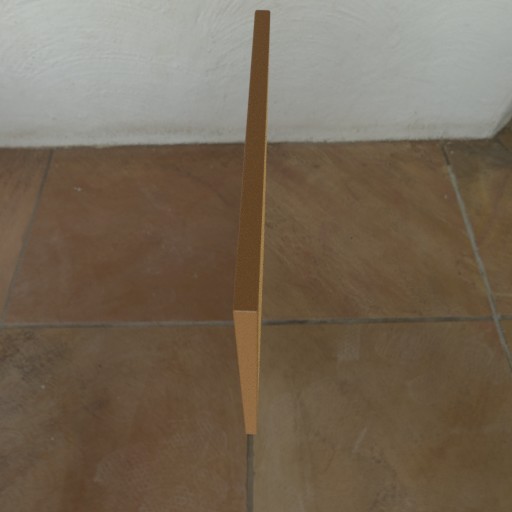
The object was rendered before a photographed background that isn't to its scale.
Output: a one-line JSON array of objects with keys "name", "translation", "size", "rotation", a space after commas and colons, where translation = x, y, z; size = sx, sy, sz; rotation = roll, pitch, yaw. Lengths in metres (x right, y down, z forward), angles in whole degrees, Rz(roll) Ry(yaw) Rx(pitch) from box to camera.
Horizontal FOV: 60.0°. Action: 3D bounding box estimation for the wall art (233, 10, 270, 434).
[{"name": "wall art", "translation": [0.000, 0.000, 0.719], "size": [0.021, 0.550, 0.449], "rotation": [2, 58, 1]}]
